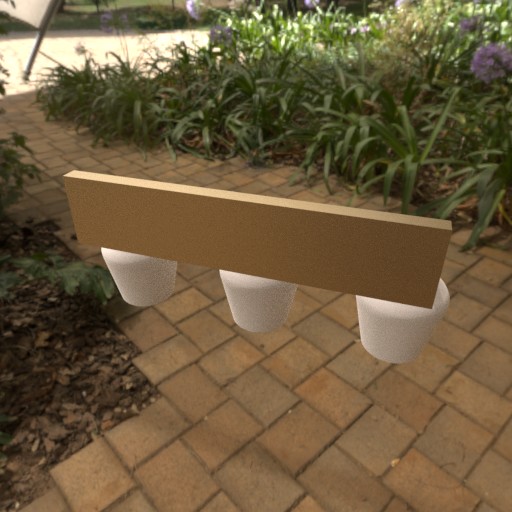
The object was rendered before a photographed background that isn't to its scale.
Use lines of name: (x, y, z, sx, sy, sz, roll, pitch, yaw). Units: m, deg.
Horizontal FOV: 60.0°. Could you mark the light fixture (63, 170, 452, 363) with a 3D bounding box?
light fixture: (0.000, 0.000, 0.725, 0.609, 0.280, 0.190, 10, 32, 16)
